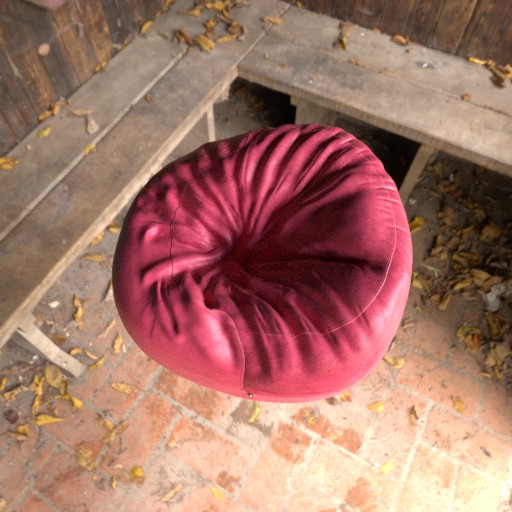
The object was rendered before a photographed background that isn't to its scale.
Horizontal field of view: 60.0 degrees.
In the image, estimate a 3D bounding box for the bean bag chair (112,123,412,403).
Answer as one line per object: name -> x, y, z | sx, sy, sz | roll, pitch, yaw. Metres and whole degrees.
bean bag chair -> 0.000, 0.000, 2.389 | 1.524, 0.878, 1.524 | 0, 59, 0
